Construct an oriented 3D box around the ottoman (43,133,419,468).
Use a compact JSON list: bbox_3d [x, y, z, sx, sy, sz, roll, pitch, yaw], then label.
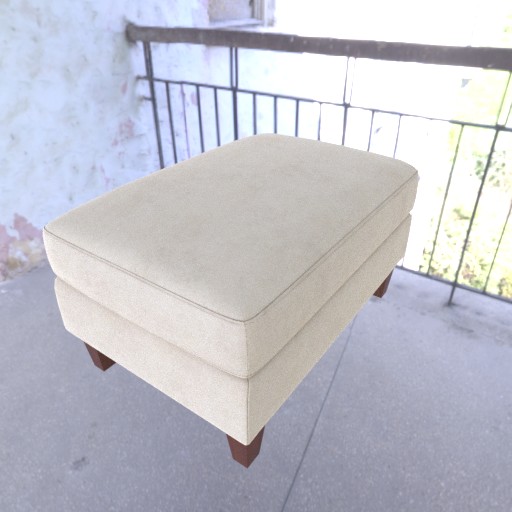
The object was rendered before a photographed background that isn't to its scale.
[{"bbox_3d":[0.000,0.000,1.197,0.584,0.483,0.864,21,37,30],"label":"ottoman"}]
